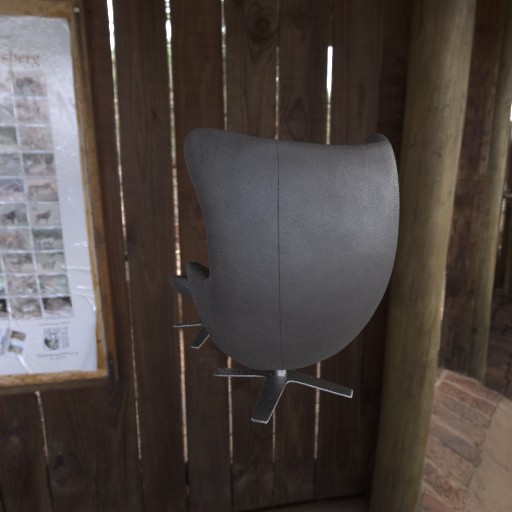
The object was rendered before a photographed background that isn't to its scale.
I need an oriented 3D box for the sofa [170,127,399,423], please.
[{"bbox_3d":[0.000,0.000,2.152,0.894,1.135,1.444,-6,14,-26],"label":"sofa"}]
